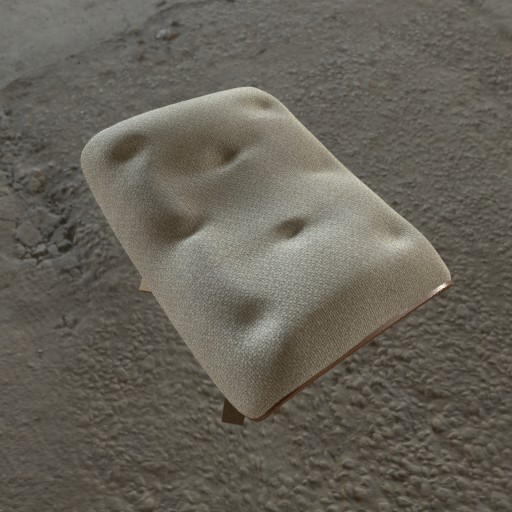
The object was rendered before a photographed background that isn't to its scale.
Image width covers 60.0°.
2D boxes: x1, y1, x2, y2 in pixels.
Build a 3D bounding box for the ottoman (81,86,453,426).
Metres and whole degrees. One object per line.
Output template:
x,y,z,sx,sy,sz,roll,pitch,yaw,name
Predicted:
0.000,0.000,0.802,0.394,0.391,0.520,-31,64,-17,ottoman
